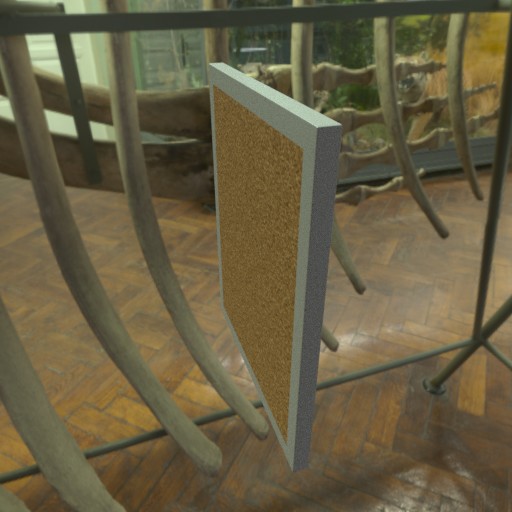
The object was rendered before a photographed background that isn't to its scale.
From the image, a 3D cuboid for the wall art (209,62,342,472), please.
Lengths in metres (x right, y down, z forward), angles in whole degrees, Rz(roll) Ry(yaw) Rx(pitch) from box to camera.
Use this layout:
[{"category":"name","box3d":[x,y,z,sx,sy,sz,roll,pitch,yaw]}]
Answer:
[{"category":"wall art","box3d":[0.000,0.000,0.761,0.028,0.556,0.454,-10,32,-16]}]
